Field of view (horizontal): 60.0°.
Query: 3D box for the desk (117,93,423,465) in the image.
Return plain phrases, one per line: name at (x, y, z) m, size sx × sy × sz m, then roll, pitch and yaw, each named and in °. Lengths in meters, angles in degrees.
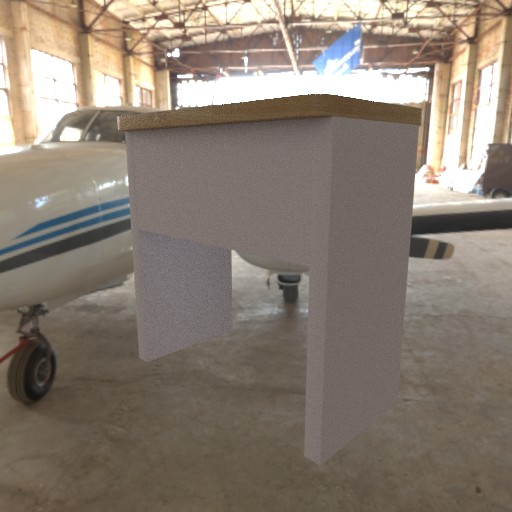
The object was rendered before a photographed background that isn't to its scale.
desk at (0.000, 0.000, 1.285) m, size 0.760 × 0.790 × 0.440 m, roll 12°, pitch 18°, yaw 43°
